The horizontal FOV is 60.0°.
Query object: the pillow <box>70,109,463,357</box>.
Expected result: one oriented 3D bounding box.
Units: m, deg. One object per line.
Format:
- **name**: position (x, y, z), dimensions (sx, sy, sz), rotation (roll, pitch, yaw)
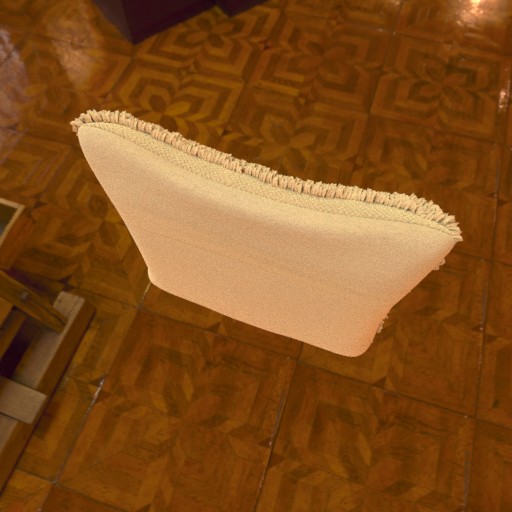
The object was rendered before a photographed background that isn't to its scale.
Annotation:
- **pillow**: position (0.000, 0.000, 0.643), dimensions (0.437, 0.427, 0.145), rotation (19, 65, 9)
